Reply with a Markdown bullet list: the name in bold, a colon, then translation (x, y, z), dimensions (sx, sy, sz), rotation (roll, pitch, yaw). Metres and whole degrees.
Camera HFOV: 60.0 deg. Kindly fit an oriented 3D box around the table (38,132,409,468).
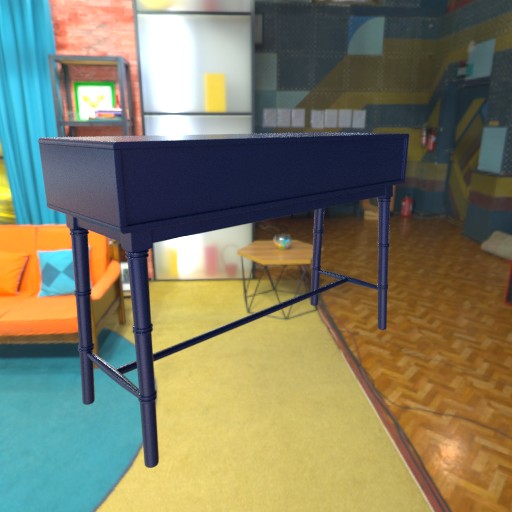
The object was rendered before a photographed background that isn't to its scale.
- **table**: translation (0.000, 0.000, 1.424), dimensions (1.118, 0.749, 0.399), rotation (-15, 23, -42)
